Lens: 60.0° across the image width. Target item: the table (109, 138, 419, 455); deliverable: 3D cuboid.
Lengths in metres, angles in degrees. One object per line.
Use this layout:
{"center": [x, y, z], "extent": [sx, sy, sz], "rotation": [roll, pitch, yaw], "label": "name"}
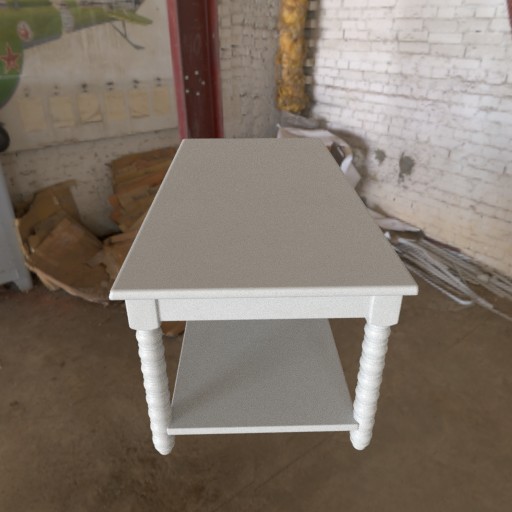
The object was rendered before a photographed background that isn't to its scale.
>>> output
{"center": [0.000, 0.000, 1.437], "extent": [0.580, 0.487, 1.171], "rotation": [-1, 28, -1], "label": "table"}
